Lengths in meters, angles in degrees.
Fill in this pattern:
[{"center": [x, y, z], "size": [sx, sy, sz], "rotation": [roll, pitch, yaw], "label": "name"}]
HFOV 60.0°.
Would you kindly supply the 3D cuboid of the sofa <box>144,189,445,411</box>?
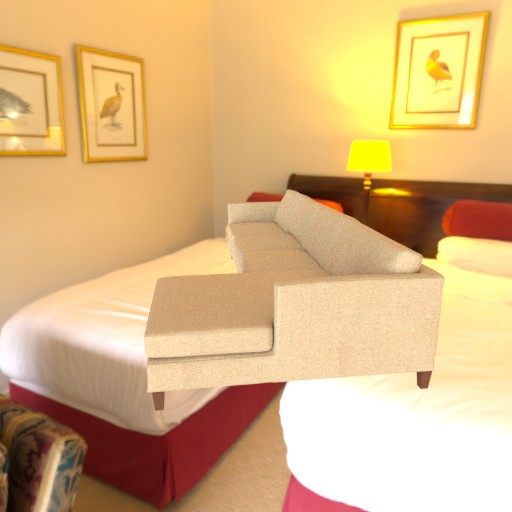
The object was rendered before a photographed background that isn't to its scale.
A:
[{"center": [0.000, 0.000, 3.851], "size": [1.625, 0.846, 3.186], "rotation": [-2, 15, -8], "label": "sofa"}]
